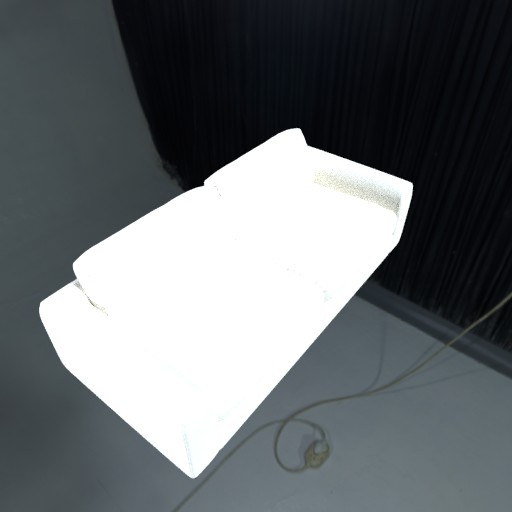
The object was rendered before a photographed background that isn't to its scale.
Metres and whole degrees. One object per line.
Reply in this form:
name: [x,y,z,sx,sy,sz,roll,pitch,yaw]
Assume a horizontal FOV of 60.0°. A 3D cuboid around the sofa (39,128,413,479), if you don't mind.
sofa: [0.000,0.000,2.734,1.070,0.801,2.262,28,48,28]
